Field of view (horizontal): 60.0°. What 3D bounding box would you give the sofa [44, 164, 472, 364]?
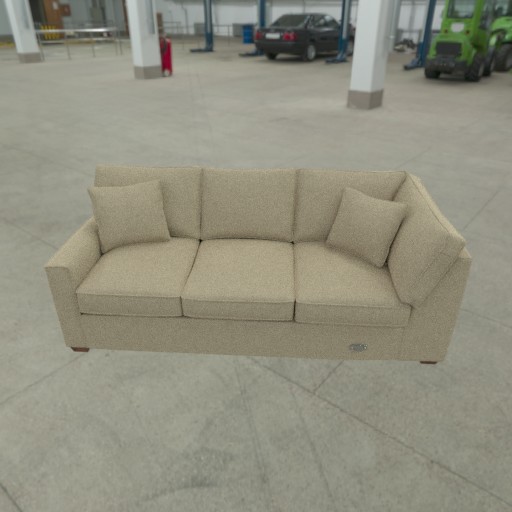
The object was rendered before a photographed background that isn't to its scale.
[{"bbox_3d":[0.000,0.000,2.880,2.317,0.962,1.061,2,29,3],"label":"sofa"}]
